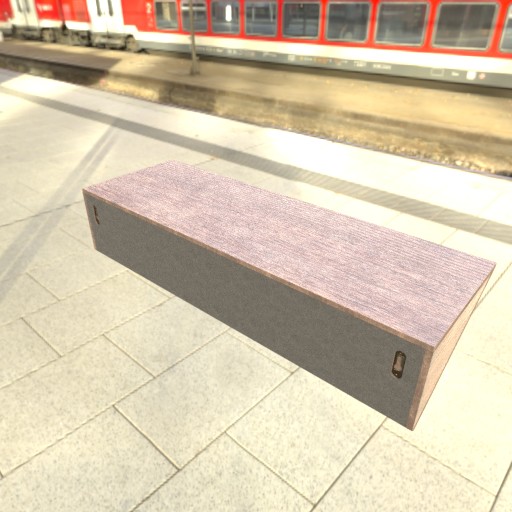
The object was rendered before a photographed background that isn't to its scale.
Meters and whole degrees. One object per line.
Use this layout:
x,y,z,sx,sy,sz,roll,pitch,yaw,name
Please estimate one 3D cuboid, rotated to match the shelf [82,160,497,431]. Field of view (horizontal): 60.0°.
0.000,0.000,0.682,0.610,0.125,0.200,23,38,34,shelf
